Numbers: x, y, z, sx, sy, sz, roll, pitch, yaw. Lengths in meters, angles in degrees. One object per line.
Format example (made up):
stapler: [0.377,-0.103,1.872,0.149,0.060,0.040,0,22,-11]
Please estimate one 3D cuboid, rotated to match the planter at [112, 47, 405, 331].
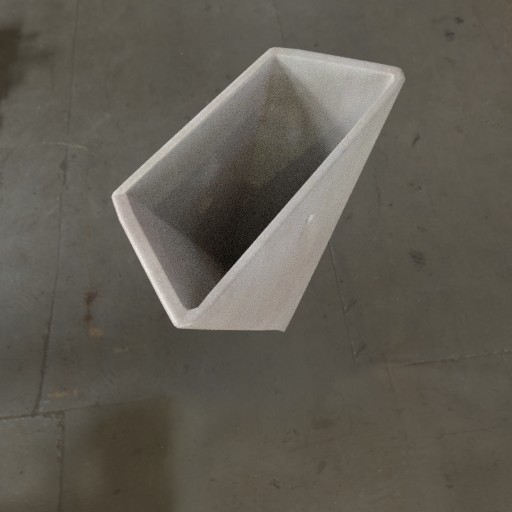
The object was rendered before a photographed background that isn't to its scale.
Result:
planter: [0.000,0.000,0.265,0.060,0.197,0.150,34,68,16]
